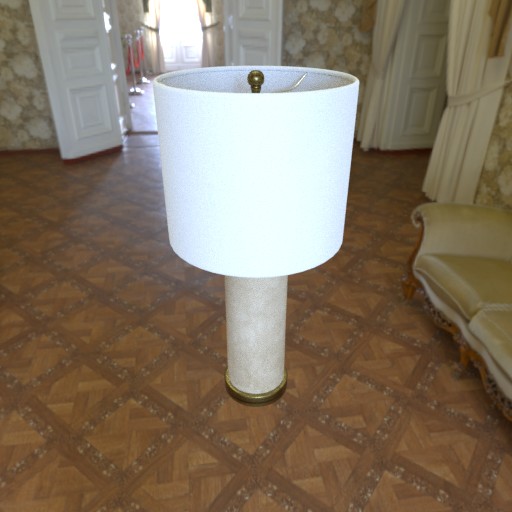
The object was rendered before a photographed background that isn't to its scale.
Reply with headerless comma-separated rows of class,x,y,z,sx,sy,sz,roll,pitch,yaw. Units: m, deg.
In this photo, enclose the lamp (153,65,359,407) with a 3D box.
lamp,0.000,0.000,0.814,0.305,0.634,0.305,19,34,30
